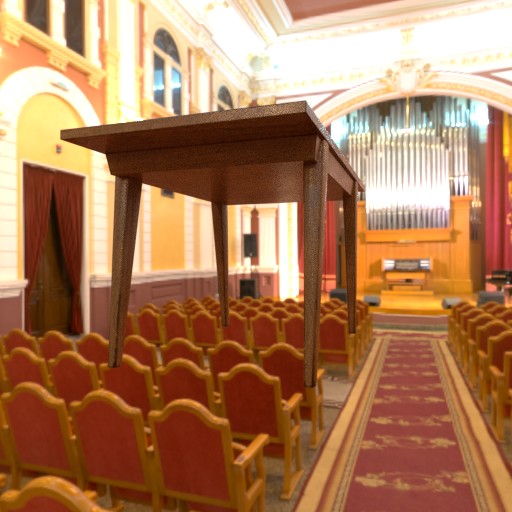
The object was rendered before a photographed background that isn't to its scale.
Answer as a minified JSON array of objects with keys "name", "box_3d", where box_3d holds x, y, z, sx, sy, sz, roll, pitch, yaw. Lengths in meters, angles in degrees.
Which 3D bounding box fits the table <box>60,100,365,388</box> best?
[{"name":"table","box_3d":[0.000,0.000,1.870,0.757,0.760,1.400,0,0,20]}]
